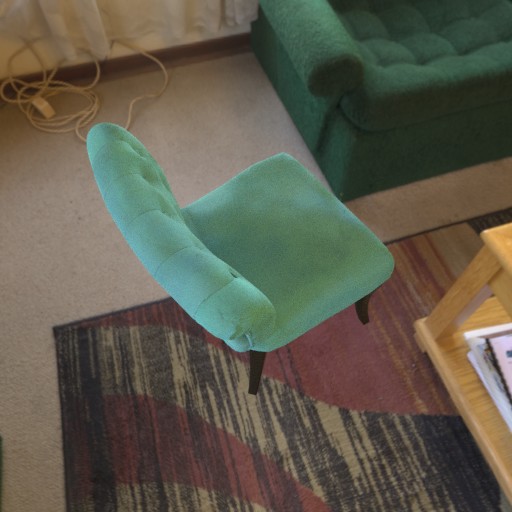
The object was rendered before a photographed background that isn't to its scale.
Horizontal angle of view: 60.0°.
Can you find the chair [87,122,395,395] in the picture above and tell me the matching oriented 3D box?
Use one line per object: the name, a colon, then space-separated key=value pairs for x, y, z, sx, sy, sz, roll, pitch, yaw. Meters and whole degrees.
chair: x=0.000 y=0.000 z=1.210 sx=0.605 sy=0.750 sz=0.582 roll=-31 pitch=62 yaw=-18
